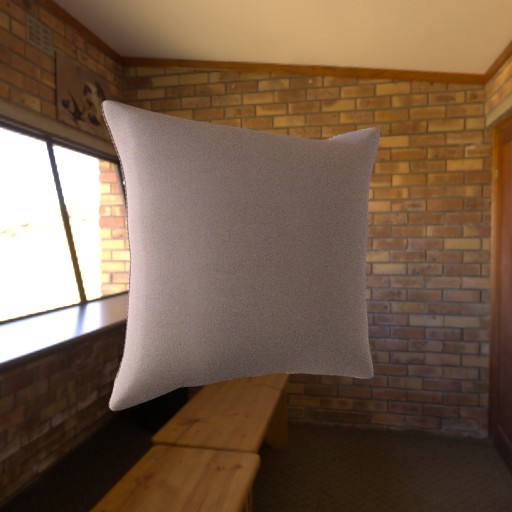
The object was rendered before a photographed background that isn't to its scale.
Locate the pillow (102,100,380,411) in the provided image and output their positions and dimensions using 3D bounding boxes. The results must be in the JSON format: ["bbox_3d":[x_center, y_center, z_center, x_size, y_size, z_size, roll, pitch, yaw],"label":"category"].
[{"bbox_3d":[0.000,0.000,0.639,0.416,0.401,0.173,-1,2,-20],"label":"pillow"}]
